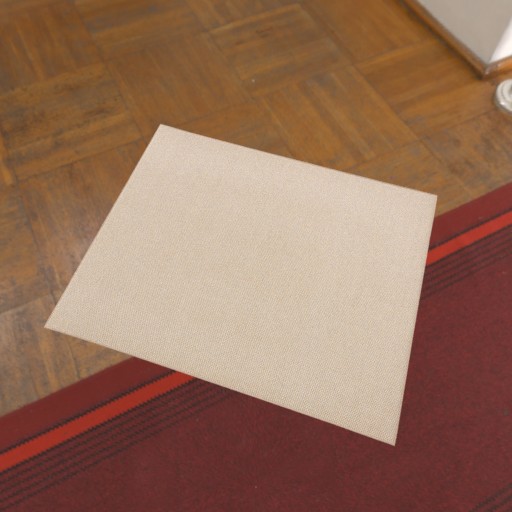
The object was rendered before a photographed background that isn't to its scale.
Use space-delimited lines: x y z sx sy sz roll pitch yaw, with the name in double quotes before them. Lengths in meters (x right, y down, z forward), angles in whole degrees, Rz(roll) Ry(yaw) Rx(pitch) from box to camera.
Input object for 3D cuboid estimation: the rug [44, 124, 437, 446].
"rug" 0.000 0.000 4.135 3.039 0.018 2.462 16 64 8
